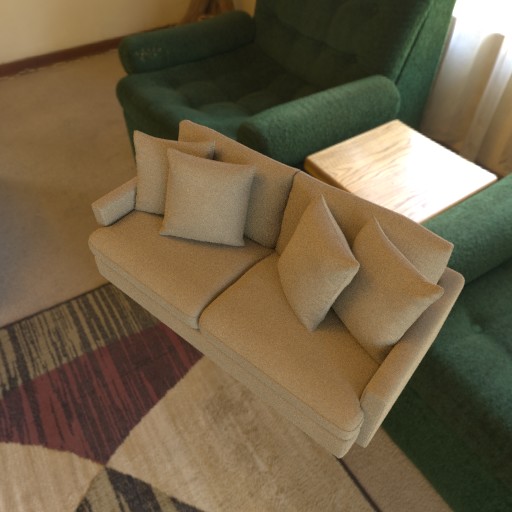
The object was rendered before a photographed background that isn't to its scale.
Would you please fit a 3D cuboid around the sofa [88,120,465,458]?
[{"bbox_3d":[0.000,0.000,2.993,2.380,1.084,1.228,31,54,26],"label":"sofa"}]
